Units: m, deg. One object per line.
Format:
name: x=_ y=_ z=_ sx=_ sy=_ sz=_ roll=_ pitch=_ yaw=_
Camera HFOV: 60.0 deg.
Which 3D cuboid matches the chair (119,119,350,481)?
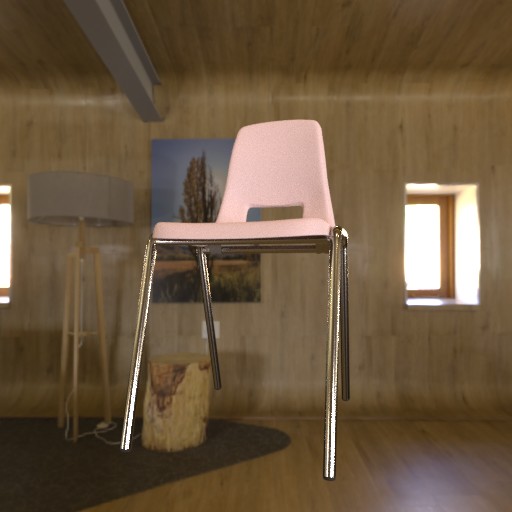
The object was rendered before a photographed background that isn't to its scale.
chair: x=0.000 y=0.000 z=0.941 sx=0.381 sy=0.704 sz=0.436 roll=0 pitch=-1 yaw=17
